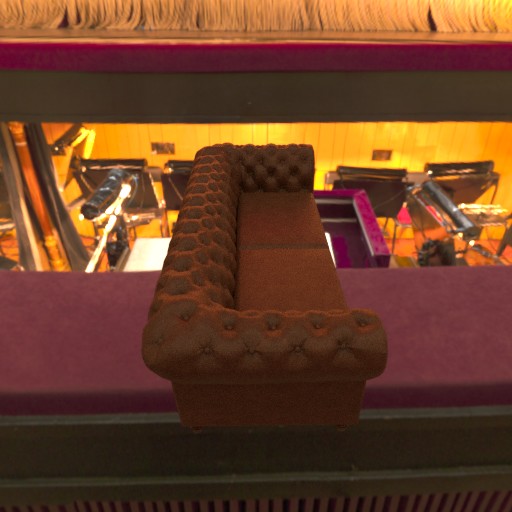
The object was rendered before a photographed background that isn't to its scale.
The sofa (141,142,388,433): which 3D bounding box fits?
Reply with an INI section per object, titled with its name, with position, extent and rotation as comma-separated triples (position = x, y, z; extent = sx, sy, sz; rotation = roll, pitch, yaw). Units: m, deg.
[sofa]
position = 0.000, 0.000, 2.755
extent = 0.944, 0.783, 2.385
rotation = 0, 32, -1
